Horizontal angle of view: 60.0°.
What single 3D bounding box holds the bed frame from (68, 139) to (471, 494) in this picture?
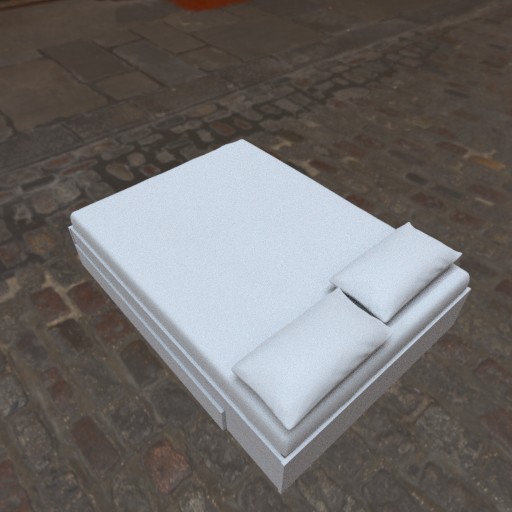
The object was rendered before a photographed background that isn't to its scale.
[{"bbox_3d":[0.000,0.000,2.617,1.450,0.629,1.950,-31,52,-28],"label":"bed frame"}]
